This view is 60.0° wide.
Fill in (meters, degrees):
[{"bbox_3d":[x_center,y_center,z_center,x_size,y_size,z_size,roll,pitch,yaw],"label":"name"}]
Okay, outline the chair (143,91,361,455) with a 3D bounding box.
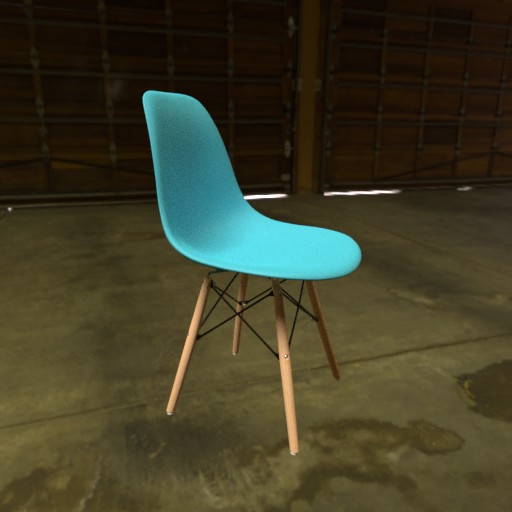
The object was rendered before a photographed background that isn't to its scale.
[{"bbox_3d":[0.000,0.000,1.163,0.531,0.826,0.470,8,18,25],"label":"chair"}]
